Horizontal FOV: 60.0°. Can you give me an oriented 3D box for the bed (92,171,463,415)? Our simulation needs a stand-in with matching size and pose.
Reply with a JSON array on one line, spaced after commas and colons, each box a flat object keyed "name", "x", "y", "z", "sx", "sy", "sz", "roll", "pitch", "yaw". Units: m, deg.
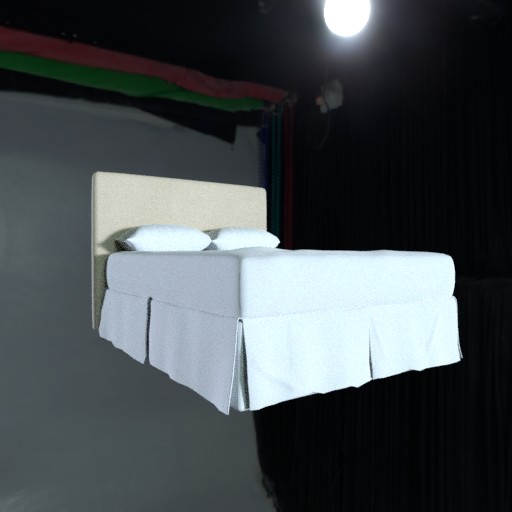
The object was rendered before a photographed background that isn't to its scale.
[{"name": "bed", "x": 0.000, "y": 0.000, "z": 3.121, "sx": 1.723, "sy": 1.330, "sz": 2.142, "roll": 0, "pitch": 1, "yaw": -35}]
